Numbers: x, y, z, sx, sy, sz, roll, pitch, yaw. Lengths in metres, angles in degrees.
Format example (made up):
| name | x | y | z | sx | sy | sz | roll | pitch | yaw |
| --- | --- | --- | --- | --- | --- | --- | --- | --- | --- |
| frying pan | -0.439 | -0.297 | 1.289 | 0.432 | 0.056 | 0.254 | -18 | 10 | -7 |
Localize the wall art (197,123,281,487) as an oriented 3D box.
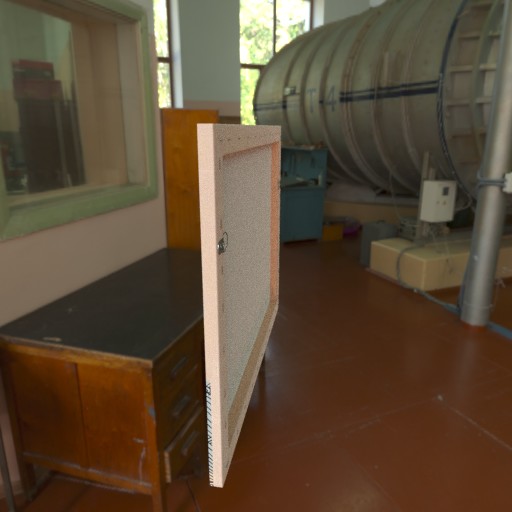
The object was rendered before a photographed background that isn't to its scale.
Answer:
| name | x | y | z | sx | sy | sz | roll | pitch | yaw |
| --- | --- | --- | --- | --- | --- | --- | --- | --- | --- |
| wall art | 0.000 | 0.000 | 1.611 | 0.042 | 0.912 | 1.219 | 3 | 16 | 9 |
